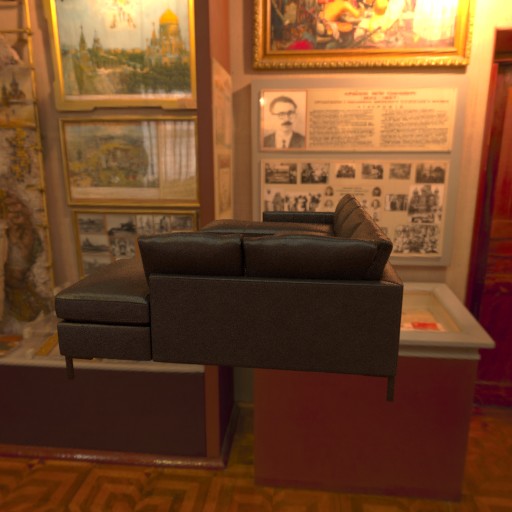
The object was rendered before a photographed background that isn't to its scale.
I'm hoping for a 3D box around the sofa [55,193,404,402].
[{"bbox_3d":[0.000,0.000,3.807,1.939,0.900,2.956,2,13,8],"label":"sofa"}]
